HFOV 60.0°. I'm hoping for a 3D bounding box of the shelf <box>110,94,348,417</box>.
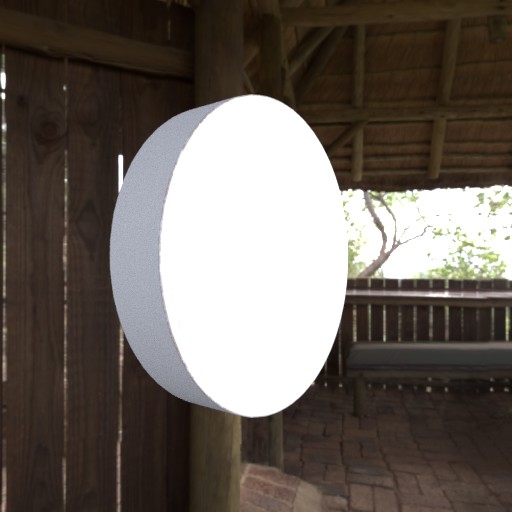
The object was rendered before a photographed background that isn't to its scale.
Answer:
[{"bbox_3d":[0.000,0.000,1.198,0.158,0.807,0.806,0,-1,37],"label":"shelf"}]
